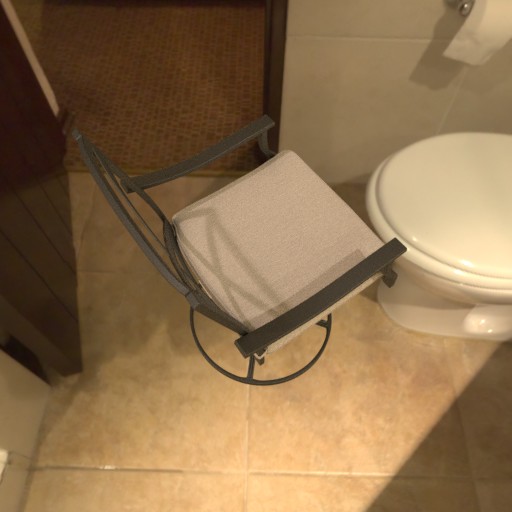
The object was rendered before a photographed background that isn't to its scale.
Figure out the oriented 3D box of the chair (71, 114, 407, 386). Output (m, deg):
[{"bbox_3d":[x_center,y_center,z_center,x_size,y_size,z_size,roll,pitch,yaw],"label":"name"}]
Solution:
[{"bbox_3d":[0.000,0.000,1.269,0.620,0.889,0.575,-31,63,-18],"label":"chair"}]
